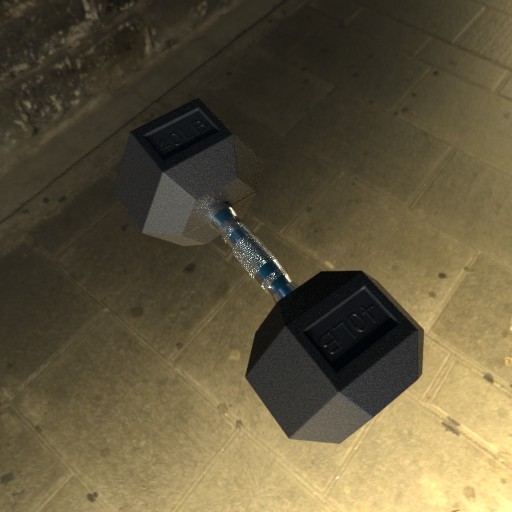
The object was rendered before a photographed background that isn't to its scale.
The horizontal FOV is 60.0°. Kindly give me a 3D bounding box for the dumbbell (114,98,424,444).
[{"bbox_3d":[0.000,0.000,0.443,0.157,0.137,0.361,-33,66,-16],"label":"dumbbell"}]
